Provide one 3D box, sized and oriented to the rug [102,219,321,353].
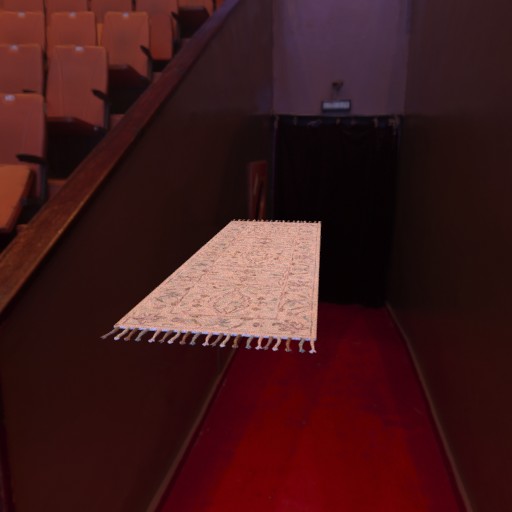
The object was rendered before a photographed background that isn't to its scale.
[{"bbox_3d":[0.000,0.000,2.698,0.769,0.013,2.440,2,15,8],"label":"rug"}]
